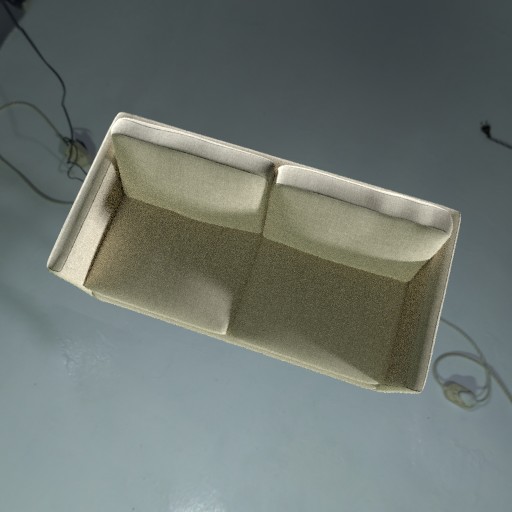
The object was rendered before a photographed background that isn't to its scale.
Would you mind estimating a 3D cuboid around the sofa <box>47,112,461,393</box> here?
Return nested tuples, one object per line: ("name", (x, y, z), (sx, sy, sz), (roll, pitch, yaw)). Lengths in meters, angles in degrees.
("sofa", (0.000, 0.000, 2.428), (1.884, 0.963, 0.950), (17, 75, 5))
